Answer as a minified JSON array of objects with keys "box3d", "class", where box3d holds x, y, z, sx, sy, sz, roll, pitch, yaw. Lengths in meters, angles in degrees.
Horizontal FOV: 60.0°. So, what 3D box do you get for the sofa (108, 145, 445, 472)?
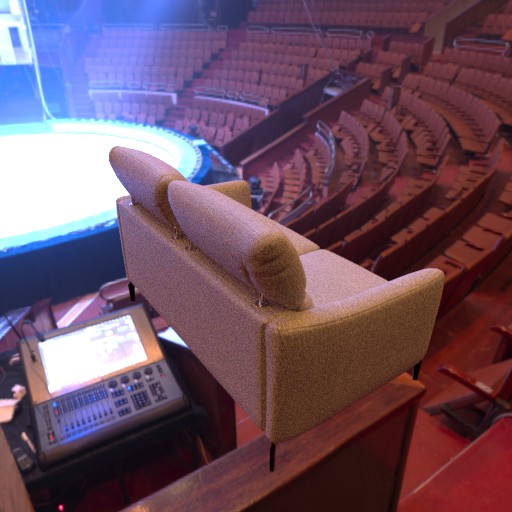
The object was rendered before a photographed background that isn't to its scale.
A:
[{"box3d":[0.000,0.000,2.144,0.905,0.950,1.540,-18,32,-31],"class":"sofa"}]
